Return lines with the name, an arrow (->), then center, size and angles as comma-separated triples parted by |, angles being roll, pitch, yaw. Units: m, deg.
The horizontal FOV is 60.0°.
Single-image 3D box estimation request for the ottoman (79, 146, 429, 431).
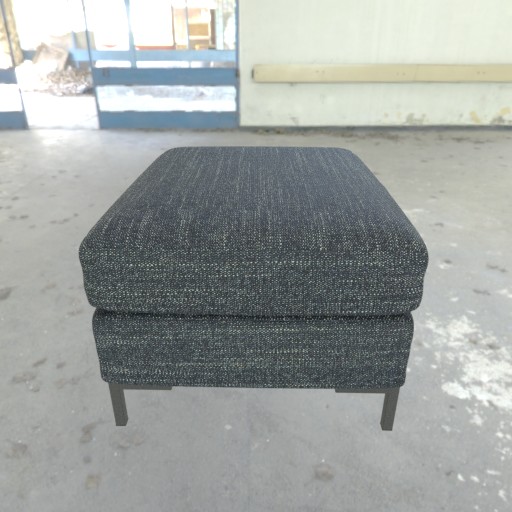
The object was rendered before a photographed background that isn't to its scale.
ottoman -> 0.000, 0.000, 1.230 | 0.667, 0.491, 0.814 | 1, 26, 1
